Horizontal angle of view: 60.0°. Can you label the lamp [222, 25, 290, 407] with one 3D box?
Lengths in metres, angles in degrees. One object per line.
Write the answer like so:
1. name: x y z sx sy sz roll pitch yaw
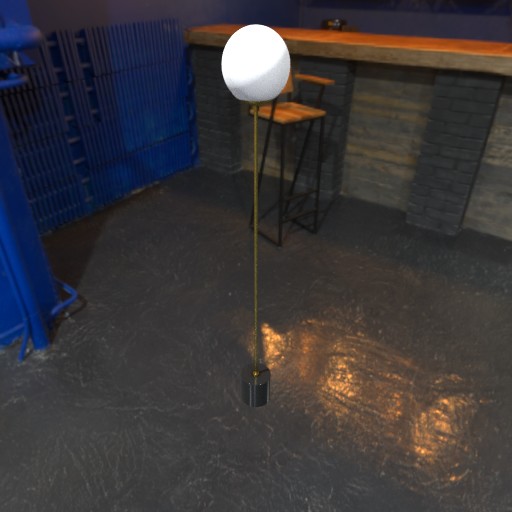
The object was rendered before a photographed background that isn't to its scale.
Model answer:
1. lamp: 0.000 0.000 1.885 0.229 1.748 0.229 22 38 31
